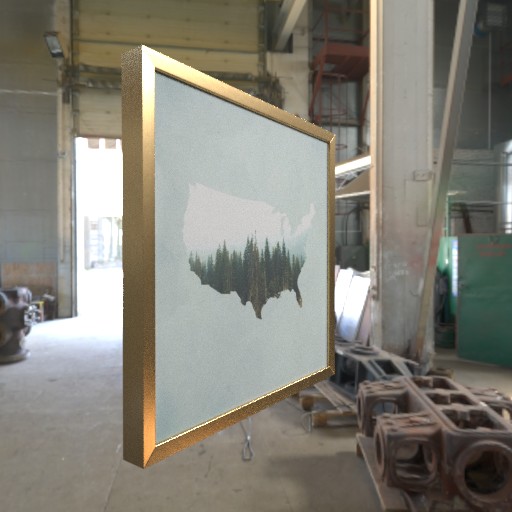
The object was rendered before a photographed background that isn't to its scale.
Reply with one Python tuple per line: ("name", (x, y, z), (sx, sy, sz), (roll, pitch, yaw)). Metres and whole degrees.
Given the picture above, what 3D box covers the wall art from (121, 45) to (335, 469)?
("wall art", (0.000, 0.000, 0.748), (0.040, 0.509, 0.509), (1, 1, 37))
